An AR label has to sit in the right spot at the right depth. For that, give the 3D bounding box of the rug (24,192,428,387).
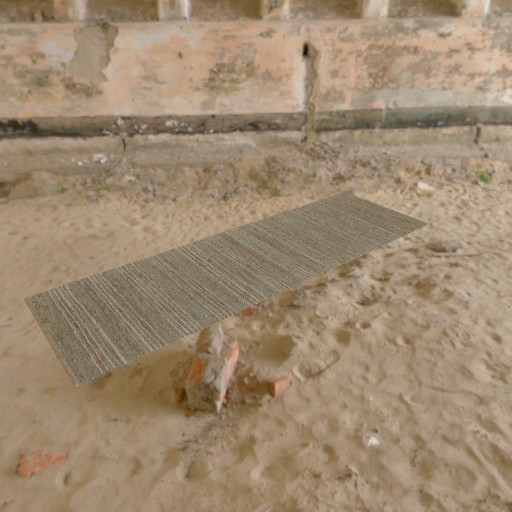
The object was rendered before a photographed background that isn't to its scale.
[{"bbox_3d":[0.000,0.000,2.677,2.438,0.006,0.783,-21,36,-33],"label":"rug"}]
